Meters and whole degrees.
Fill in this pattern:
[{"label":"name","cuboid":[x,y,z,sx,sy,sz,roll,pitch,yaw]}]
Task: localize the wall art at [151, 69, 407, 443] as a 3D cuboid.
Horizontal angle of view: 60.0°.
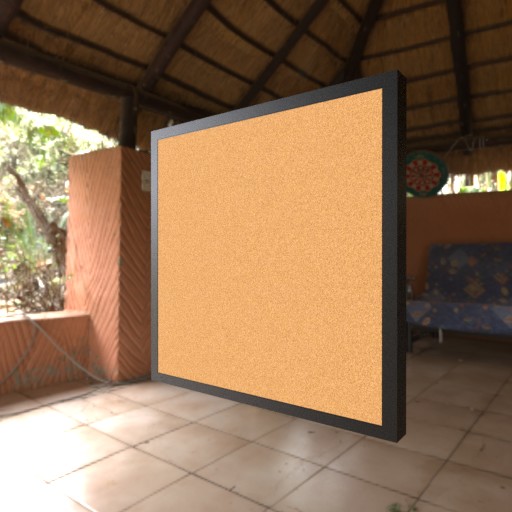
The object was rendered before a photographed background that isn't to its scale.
[{"label":"wall art","cuboid":[0.000,0.000,0.766,0.506,0.506,0.038,0,0,37]}]
